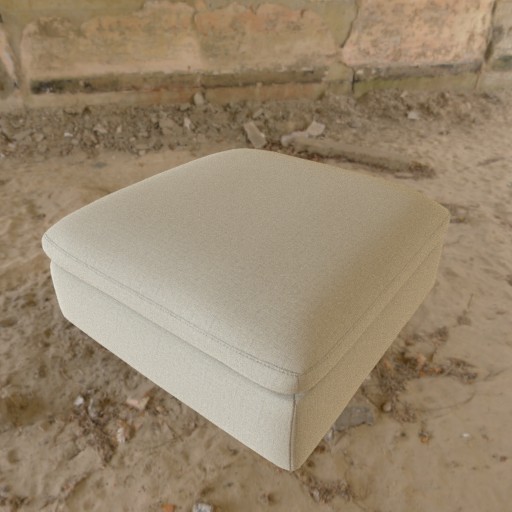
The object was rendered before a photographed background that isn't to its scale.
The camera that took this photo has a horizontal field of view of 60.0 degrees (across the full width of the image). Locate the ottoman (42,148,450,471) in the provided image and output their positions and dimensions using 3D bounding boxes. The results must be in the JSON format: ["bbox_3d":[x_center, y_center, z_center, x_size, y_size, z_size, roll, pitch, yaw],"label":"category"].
[{"bbox_3d":[0.000,0.000,1.484,0.977,0.467,0.996,22,39,31],"label":"ottoman"}]
